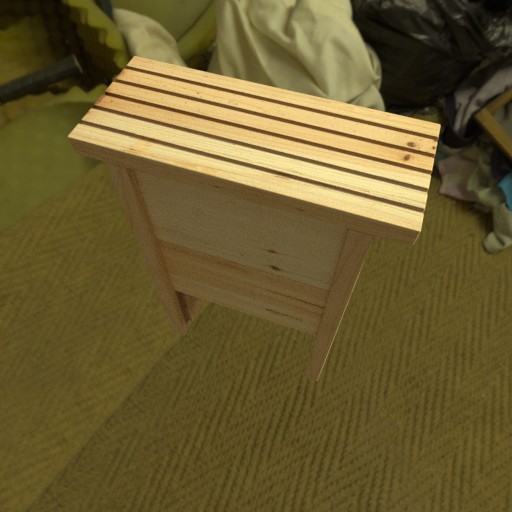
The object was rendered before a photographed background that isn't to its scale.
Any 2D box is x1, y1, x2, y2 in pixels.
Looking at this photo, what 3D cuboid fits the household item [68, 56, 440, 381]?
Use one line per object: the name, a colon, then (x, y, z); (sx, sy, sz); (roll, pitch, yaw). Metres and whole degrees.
household item: (0.000, 0.000, 0.556); (0.301, 0.407, 0.123); (17, 59, 10)
